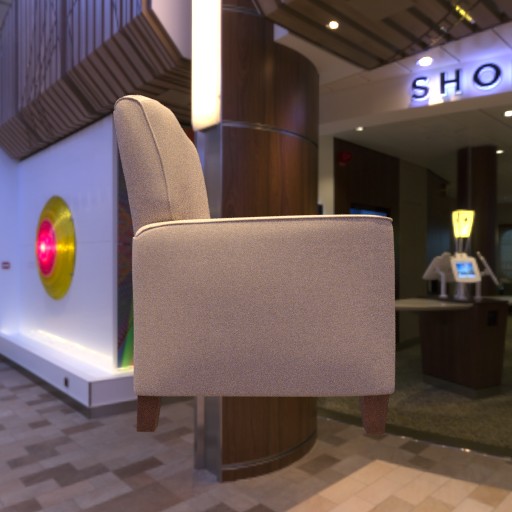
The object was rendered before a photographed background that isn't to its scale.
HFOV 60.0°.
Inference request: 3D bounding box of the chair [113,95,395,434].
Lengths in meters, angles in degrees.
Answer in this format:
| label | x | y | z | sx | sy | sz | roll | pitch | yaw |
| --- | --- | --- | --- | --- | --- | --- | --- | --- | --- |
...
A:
| label | x | y | z | sx | sy | sz | roll | pitch | yaw |
| --- | --- | --- | --- | --- | --- | --- | --- | --- | --- |
| chair | 0.000 | 0.000 | 1.653 | 0.858 | 1.023 | 0.841 | 0 | 0 | 1 |
